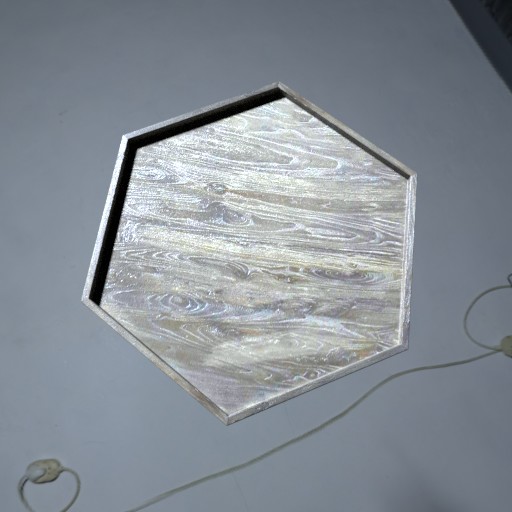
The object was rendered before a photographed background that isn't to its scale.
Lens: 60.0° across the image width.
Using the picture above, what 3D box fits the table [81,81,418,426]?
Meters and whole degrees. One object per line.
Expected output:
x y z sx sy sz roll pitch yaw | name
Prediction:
0.000 0.000 1.600 1.115 0.488 0.966 -21 76 -6 | table
